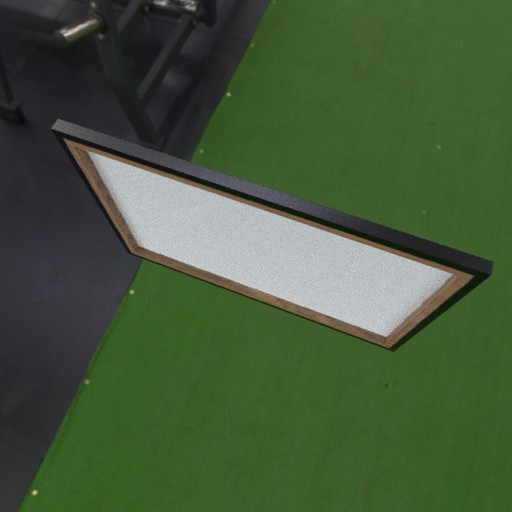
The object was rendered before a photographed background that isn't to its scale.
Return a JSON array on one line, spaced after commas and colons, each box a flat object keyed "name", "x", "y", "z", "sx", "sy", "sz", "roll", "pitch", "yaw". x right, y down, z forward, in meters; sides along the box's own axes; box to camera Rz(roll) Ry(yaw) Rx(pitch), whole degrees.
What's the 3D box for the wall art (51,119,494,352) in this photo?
[{"name": "wall art", "x": 0.000, "y": 0.000, "z": 0.827, "sx": 0.659, "sy": 0.446, "sz": 0.022, "roll": 20, "pitch": 67, "yaw": 9}]
